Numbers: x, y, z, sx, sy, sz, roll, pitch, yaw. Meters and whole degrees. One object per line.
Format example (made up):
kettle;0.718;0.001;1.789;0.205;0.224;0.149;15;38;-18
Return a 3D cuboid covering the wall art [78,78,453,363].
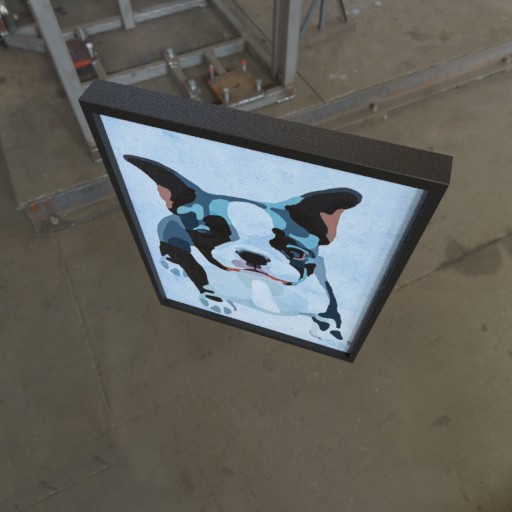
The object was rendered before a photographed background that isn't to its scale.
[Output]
wall art;0.000;0.000;0.497;0.294;0.369;0.030;15;58;10
